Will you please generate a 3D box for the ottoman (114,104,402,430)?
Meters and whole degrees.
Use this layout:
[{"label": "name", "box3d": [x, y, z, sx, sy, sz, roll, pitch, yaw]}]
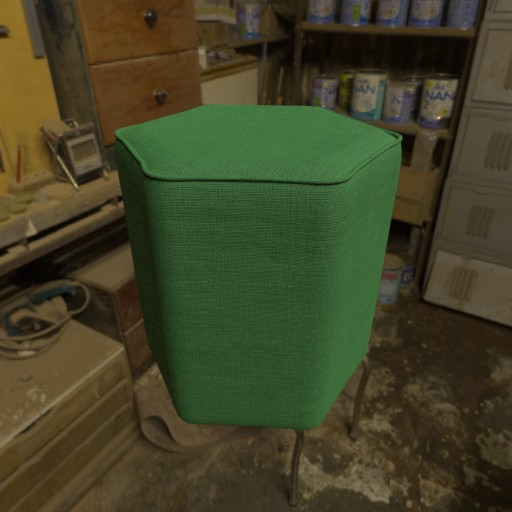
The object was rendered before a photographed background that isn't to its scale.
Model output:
[{"label": "ottoman", "box3d": [0.000, 0.000, 0.878, 0.444, 0.507, 0.499, 19, 35, 29]}]
